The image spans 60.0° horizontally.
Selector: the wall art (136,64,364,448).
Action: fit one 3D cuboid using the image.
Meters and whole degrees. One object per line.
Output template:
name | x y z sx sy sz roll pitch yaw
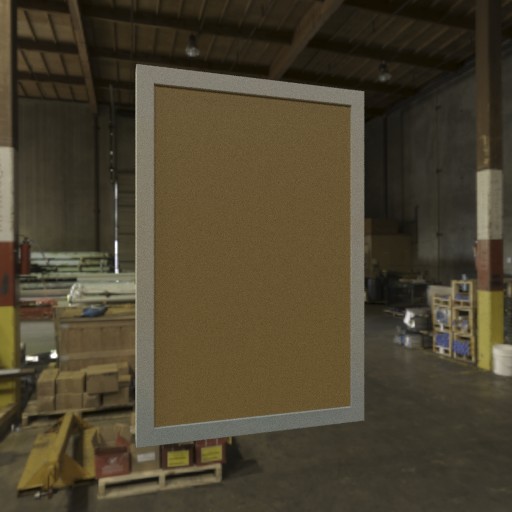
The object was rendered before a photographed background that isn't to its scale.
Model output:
wall art | 0.000 0.000 0.781 0.408 0.611 0.038 0 0 -17
